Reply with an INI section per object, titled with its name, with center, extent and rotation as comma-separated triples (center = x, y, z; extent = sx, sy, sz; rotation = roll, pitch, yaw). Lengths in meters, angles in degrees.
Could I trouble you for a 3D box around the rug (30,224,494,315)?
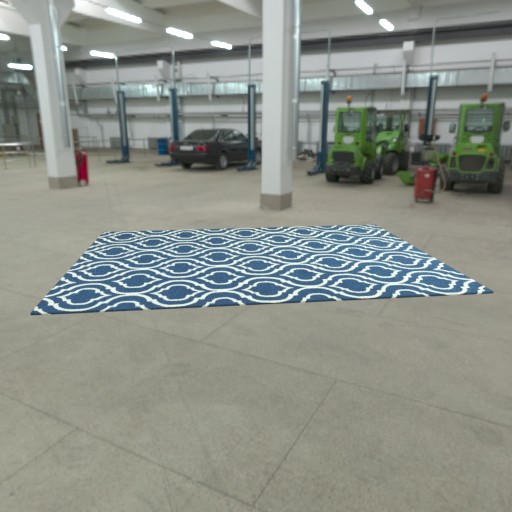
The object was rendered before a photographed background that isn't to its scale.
[rug]
center = 0.000, 0.000, 2.737
extent = 2.134, 0.010, 1.524
rotation = -2, 17, -7
